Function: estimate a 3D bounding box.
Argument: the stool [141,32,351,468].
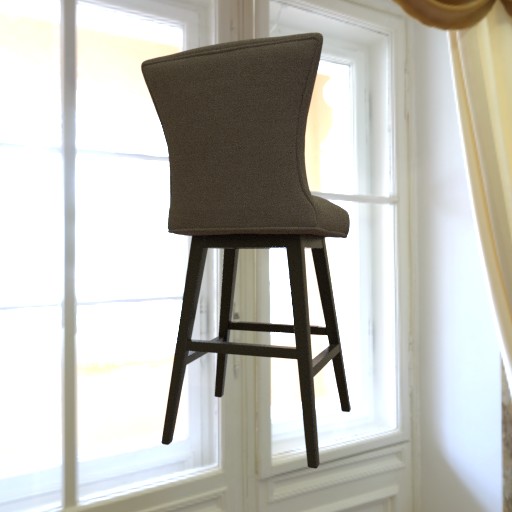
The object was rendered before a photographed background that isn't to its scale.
[{"bbox_3d":[0.000,0.000,1.372,0.514,1.086,0.574,0,0,19],"label":"stool"}]
